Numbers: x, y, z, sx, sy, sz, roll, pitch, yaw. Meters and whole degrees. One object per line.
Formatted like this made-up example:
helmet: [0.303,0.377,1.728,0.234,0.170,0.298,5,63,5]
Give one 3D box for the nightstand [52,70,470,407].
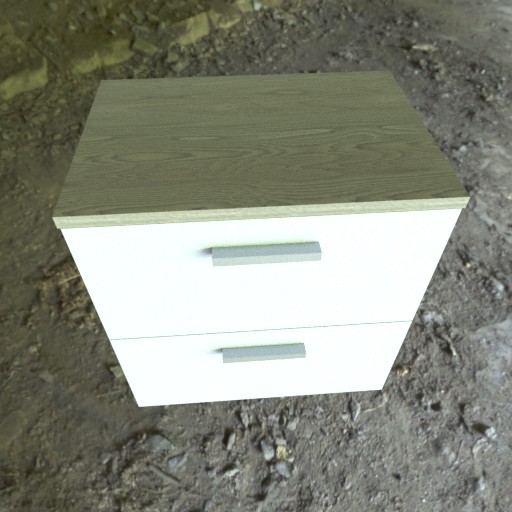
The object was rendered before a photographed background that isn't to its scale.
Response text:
nightstand: [0.000,0.000,0.734,0.442,0.461,0.325,-3,47,-3]
